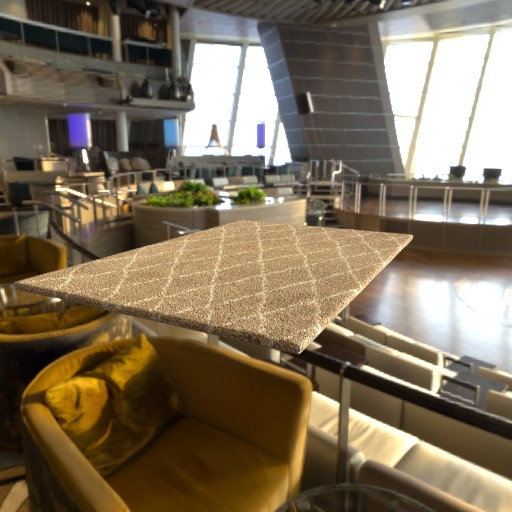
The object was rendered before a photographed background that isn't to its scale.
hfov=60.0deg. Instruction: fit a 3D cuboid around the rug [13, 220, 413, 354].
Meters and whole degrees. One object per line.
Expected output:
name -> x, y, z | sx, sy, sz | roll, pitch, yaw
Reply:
rug -> 0.000, 0.000, 2.217 | 1.219, 0.030, 1.778 | 7, 15, 27
